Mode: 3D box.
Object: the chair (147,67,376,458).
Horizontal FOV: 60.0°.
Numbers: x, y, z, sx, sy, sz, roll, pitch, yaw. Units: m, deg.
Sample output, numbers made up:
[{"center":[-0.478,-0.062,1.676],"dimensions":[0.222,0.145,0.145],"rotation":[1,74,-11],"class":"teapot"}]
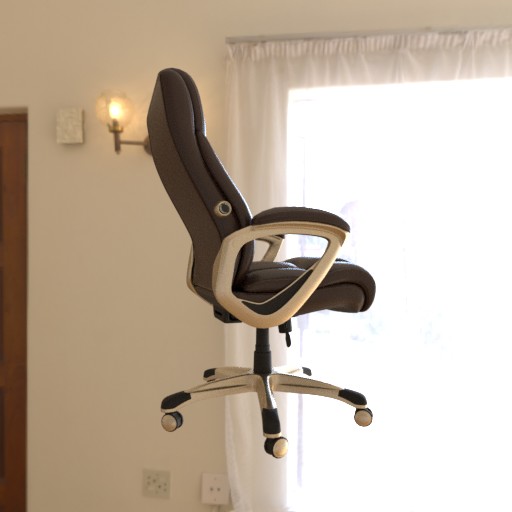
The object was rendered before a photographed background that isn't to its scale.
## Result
[{"center":[0.000,0.000,1.636],"dimensions":[0.749,1.194,0.692],"rotation":[0,0,-18],"class":"chair"}]
